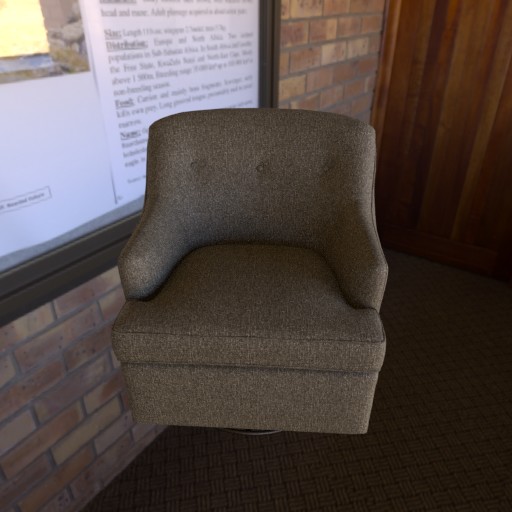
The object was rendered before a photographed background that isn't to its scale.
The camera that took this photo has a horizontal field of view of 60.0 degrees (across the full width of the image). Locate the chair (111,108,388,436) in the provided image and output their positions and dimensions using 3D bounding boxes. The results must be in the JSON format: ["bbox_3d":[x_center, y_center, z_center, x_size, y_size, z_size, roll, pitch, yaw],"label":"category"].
[{"bbox_3d":[0.000,0.000,1.590,0.864,0.856,0.923,2,30,3],"label":"chair"}]
